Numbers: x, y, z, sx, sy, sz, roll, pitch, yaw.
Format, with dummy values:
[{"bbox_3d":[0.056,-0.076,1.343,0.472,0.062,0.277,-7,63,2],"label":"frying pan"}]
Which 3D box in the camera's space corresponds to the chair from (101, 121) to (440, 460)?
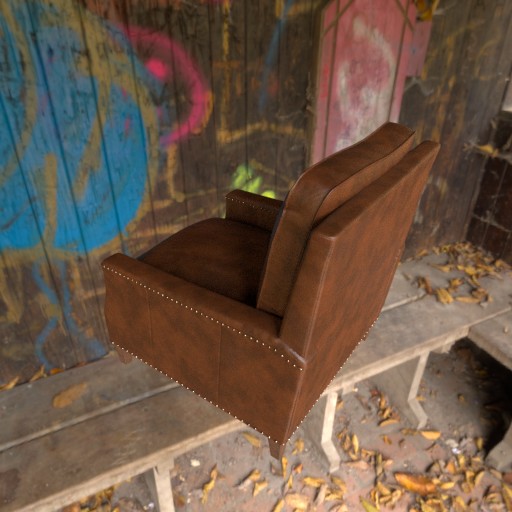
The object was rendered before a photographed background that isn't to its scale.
[{"bbox_3d":[0.000,0.000,1.778,1.035,1.054,0.854,20,37,29],"label":"chair"}]
